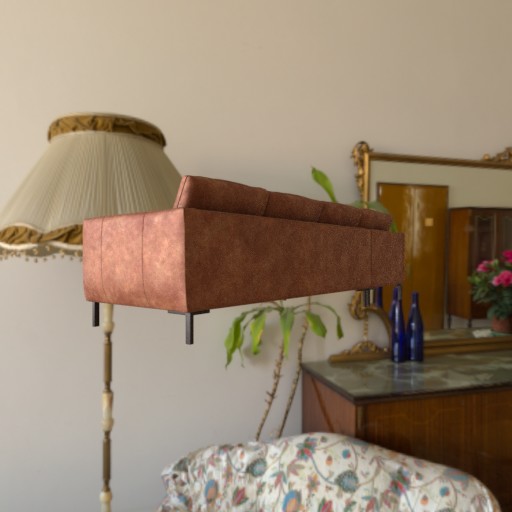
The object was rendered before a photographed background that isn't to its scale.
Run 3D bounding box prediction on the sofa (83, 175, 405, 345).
[{"bbox_3d":[0.000,0.000,3.697,1.471,0.859,2.993,0,0,38],"label":"sofa"}]
